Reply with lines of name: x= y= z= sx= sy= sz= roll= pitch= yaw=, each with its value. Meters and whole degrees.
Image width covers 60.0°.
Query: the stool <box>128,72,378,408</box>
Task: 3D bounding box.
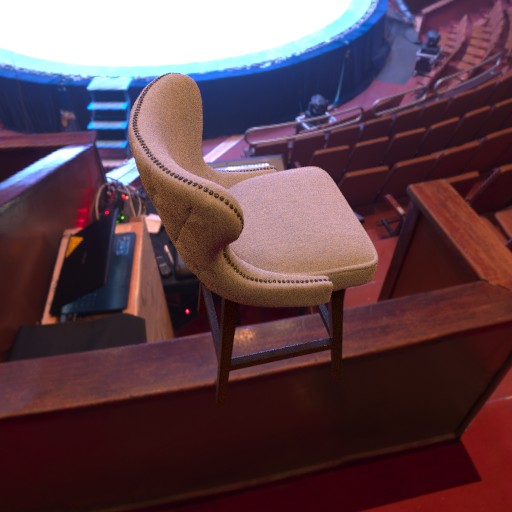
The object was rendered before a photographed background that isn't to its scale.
stool: x=0.000 y=0.000 z=1.377 sx=0.597 sy=0.972 sz=0.615 roll=-10 pitch=46 yaw=-10
